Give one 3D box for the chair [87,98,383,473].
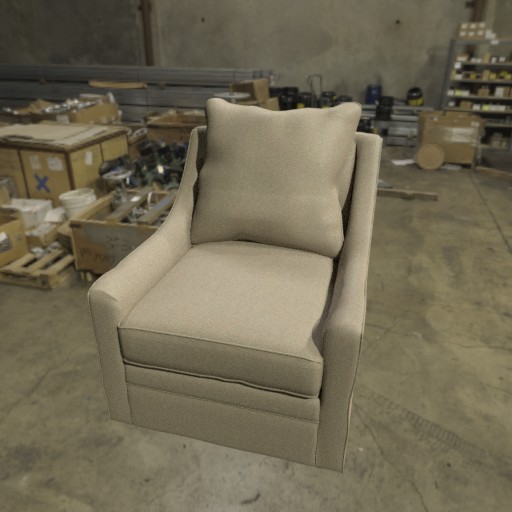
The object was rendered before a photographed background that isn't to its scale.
[{"bbox_3d":[0.000,0.000,1.523,0.760,0.942,0.876,7,27,14],"label":"chair"}]
